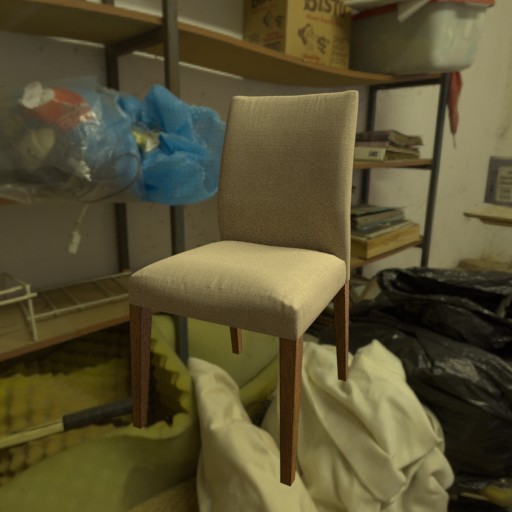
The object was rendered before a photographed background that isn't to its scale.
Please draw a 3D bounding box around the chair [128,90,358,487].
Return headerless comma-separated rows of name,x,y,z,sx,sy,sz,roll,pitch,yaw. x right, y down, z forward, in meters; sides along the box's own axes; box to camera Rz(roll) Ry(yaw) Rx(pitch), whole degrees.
chair,0.000,0.000,1.299,0.496,0.940,0.585,8,17,27
